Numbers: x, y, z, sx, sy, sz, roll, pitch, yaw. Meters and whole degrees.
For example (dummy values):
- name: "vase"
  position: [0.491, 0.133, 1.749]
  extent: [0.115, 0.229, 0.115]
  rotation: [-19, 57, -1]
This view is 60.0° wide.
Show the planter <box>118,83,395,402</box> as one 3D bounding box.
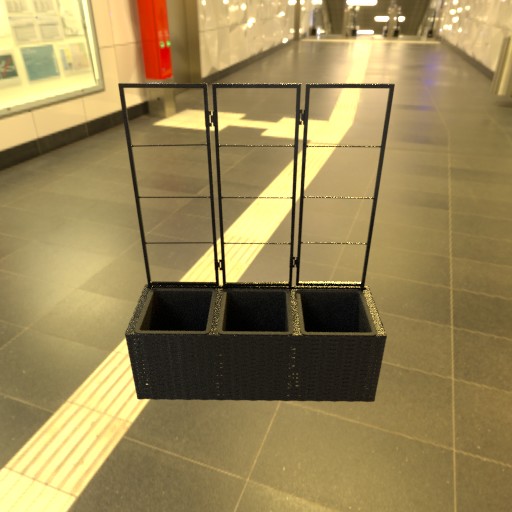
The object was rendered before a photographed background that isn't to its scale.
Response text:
- name: "planter"
  position: [0.000, 0.000, 1.190]
  extent: [0.698, 0.841, 0.244]
  rotation: [0, 30, 1]
